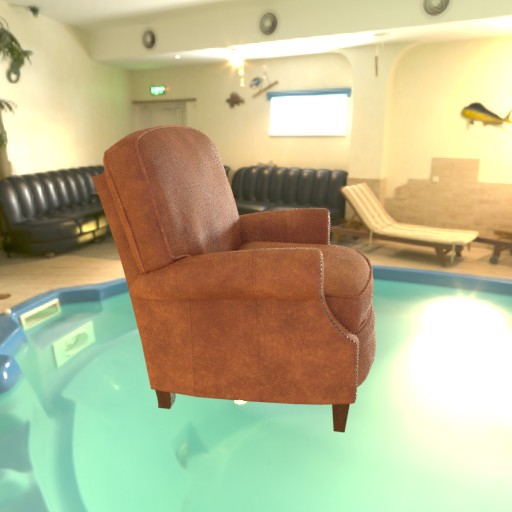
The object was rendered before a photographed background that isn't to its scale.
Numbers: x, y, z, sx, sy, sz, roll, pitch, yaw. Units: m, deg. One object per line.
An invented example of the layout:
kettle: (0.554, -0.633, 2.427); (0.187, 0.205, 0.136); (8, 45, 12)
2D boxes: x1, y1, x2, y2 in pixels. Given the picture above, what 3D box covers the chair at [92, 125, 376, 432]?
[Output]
chair: (0.000, 0.000, 1.793); (0.986, 1.018, 0.936); (3, 16, 10)
